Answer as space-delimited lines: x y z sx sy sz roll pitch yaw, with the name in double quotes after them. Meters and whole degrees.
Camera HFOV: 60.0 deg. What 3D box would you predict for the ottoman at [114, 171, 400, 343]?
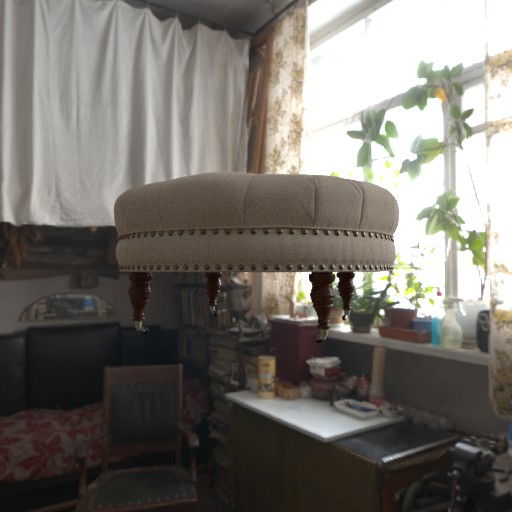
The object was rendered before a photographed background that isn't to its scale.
0.000 0.000 1.521 0.940 0.483 0.940 0 -2 0 "ottoman"
